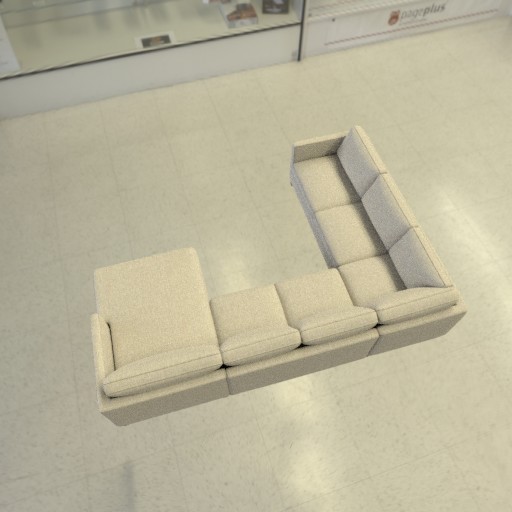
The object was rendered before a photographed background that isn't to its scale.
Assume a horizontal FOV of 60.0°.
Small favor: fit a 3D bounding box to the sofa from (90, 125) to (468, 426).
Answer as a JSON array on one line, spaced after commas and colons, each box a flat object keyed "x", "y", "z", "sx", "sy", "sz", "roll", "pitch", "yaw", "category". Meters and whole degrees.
[{"x": 0.000, "y": 0.000, "z": 4.677, "sx": 3.403, "sy": 0.889, "sz": 2.551, "roll": -13, "pitch": 59, "yaw": -8, "category": "sofa"}]
